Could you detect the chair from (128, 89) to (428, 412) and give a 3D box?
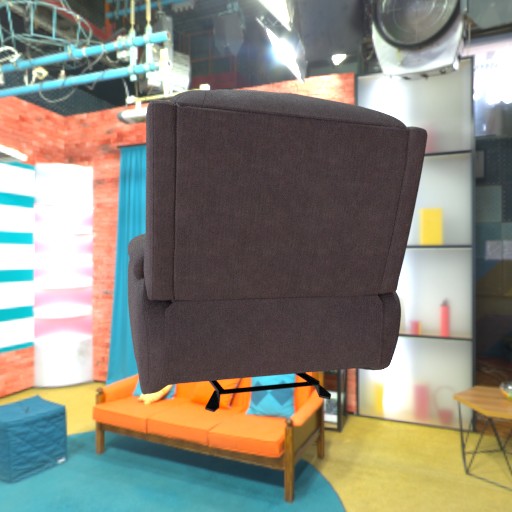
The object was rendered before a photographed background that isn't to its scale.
[{"bbox_3d":[0.000,0.000,1.689,0.930,1.011,0.899,0,0,-18],"label":"chair"}]
